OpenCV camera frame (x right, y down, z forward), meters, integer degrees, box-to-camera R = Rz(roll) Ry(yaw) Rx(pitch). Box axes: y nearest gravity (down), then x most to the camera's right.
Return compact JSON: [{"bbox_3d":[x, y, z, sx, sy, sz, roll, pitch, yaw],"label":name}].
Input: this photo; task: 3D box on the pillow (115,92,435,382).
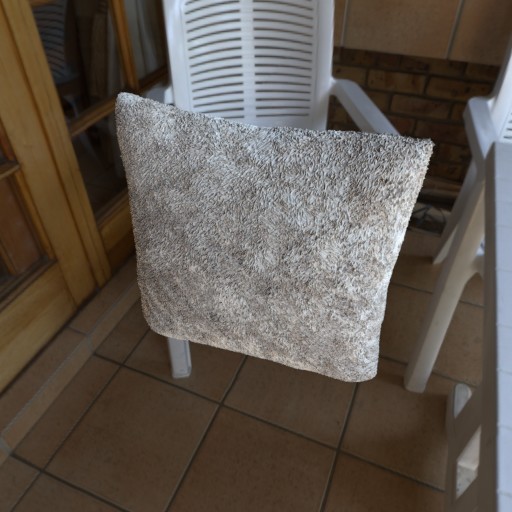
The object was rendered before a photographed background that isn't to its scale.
[{"bbox_3d":[0.000,0.000,0.819,0.529,0.515,0.218,11,43,12],"label":"pillow"}]
